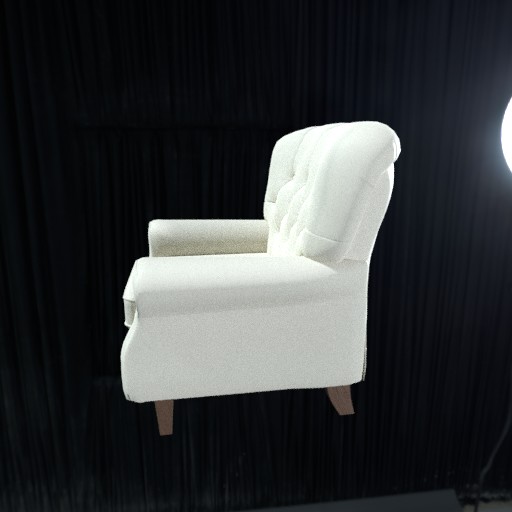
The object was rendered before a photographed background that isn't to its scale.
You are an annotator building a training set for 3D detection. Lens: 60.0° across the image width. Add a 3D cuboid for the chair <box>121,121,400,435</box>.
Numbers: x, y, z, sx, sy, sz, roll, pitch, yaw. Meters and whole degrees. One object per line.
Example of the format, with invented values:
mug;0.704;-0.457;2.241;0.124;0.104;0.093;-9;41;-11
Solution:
chair;0.000;0.000;2.009;1.132;1.169;1.035;-2;15;-9
